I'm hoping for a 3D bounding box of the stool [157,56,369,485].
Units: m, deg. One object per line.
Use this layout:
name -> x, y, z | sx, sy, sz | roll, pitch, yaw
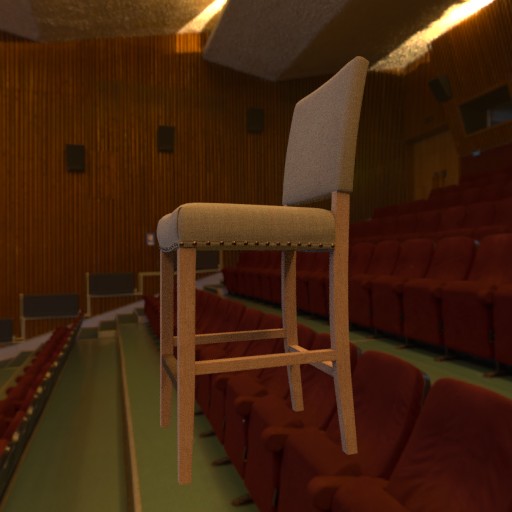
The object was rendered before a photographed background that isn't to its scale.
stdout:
stool -> 0.000, 0.000, 1.425 | 0.585, 1.173, 0.445 | 0, 0, -19
